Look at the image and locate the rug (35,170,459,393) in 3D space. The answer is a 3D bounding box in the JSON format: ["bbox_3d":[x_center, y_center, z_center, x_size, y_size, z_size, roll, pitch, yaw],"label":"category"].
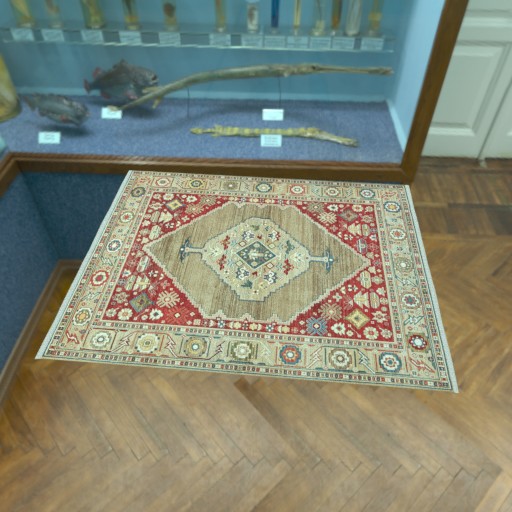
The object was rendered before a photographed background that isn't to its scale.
[{"bbox_3d":[0.000,0.000,4.096,3.143,0.008,2.451,4,46,4],"label":"rug"}]
